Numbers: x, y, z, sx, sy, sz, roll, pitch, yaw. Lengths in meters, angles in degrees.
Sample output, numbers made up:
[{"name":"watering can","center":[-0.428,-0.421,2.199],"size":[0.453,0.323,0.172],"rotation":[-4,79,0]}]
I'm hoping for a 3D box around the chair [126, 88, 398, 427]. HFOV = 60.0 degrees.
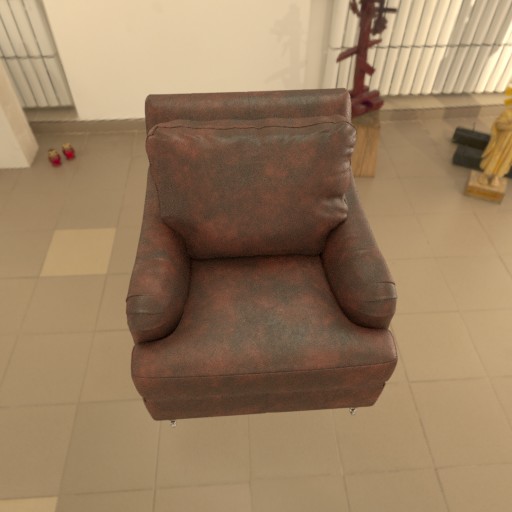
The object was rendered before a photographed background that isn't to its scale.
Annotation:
[{"name":"chair","center":[0.000,0.000,1.917],"size":[0.987,1.051,1.156],"rotation":[-3,48,-3]}]
